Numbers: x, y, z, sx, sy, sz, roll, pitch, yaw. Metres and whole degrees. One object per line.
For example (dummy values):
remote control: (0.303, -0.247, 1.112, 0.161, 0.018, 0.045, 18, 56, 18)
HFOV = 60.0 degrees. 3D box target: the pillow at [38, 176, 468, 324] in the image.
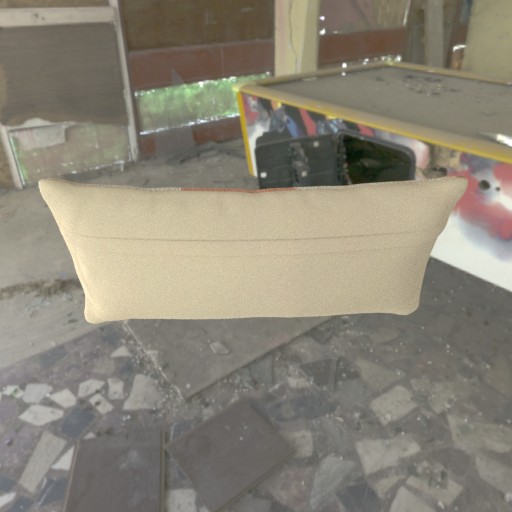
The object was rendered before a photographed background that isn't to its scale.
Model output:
pillow: (0.000, 0.000, 0.717, 0.609, 0.292, 0.155, -1, 31, -2)
